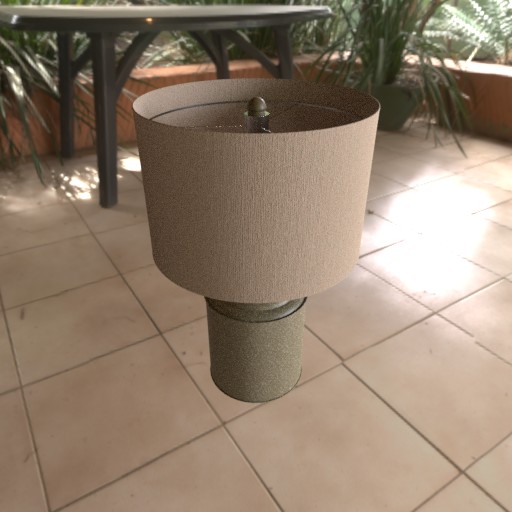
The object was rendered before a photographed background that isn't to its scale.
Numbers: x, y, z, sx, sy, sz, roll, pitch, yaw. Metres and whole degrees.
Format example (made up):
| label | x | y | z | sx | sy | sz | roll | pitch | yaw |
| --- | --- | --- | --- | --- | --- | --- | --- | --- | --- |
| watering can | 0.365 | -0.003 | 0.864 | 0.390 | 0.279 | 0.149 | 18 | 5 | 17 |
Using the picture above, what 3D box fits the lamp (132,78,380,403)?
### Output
| label | x | y | z | sx | sy | sz | roll | pitch | yaw |
| --- | --- | --- | --- | --- | --- | --- | --- | --- | --- |
| lamp | 0.000 | 0.000 | 0.707 | 0.318 | 0.486 | 0.318 | 0 | 31 | 0 |
